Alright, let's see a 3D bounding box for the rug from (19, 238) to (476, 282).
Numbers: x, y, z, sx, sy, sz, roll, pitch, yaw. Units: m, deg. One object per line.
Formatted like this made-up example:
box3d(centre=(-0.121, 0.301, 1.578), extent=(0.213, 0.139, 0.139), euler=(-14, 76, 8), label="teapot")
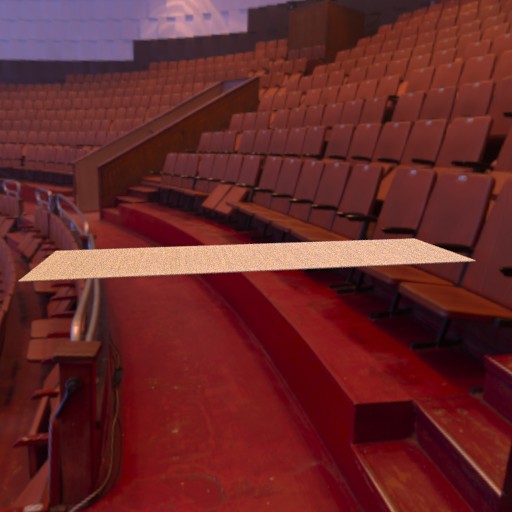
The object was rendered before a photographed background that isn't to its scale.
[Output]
box3d(centre=(0.000, 0.000, 2.664), extent=(2.437, 0.006, 0.686), euler=(-2, 13, -10), label="rug")
